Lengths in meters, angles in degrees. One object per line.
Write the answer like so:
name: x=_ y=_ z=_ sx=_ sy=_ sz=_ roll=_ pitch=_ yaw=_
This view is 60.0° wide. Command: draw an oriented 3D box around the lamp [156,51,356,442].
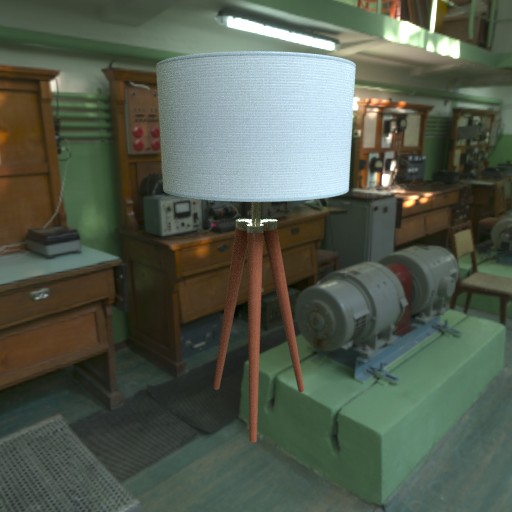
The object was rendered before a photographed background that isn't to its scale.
lamp: x=0.000 y=0.000 z=0.901 sx=0.354 sy=0.709 sz=0.355 roll=14 pitch=21 yaw=42
